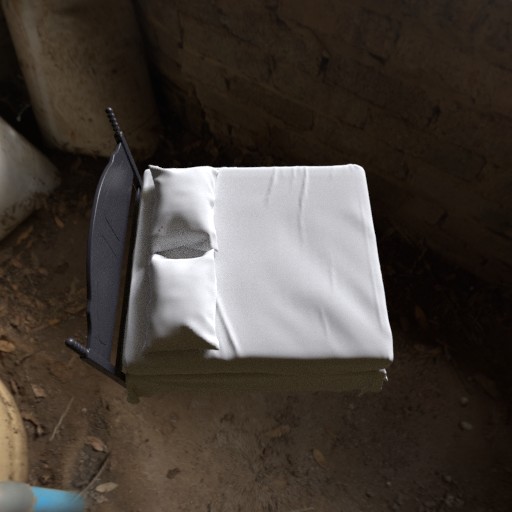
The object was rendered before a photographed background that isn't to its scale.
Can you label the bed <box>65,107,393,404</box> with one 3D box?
[{"bbox_3d":[0.000,0.000,3.255,2.040,1.356,1.873,-1,64,0],"label":"bed"}]
